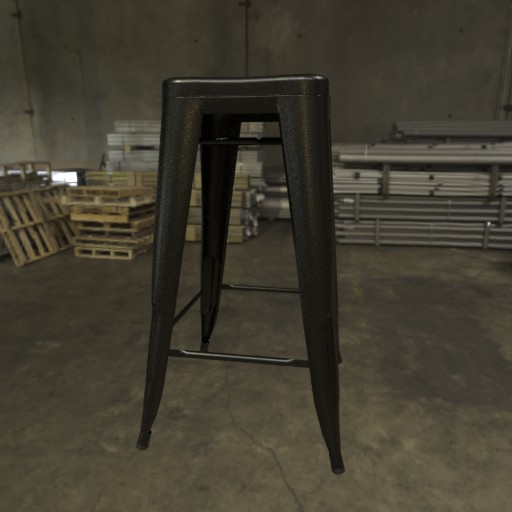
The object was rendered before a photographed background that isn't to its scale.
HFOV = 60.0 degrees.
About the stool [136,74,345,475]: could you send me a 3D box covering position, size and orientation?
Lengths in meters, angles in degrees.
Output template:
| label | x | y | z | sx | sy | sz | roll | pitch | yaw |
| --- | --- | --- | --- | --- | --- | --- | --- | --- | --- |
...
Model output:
| label | x | y | z | sx | sy | sz | roll | pitch | yaw |
| --- | --- | --- | --- | --- | --- | --- | --- | --- | --- |
| stool | 0.000 | 0.000 | 0.848 | 0.359 | 0.609 | 0.399 | 2 | 14 | 9 |
